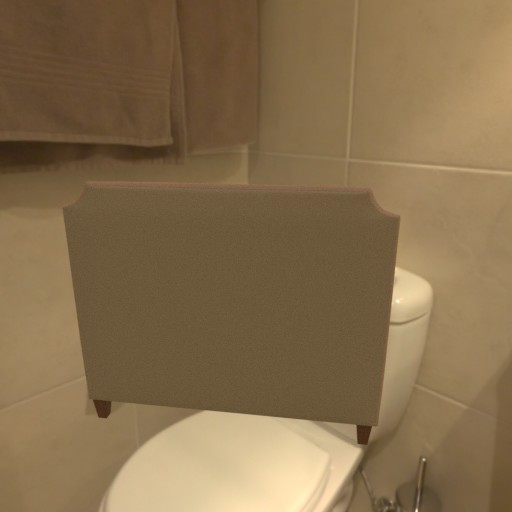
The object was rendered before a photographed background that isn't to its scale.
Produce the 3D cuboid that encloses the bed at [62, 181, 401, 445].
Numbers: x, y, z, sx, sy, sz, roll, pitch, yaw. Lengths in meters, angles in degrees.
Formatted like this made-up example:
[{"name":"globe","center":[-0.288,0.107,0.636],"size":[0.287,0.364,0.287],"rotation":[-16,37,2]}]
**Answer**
[{"name":"bed","center":[0.000,0.000,3.447],"size":[1.713,1.443,2.372],"rotation":[3,18,8]}]
